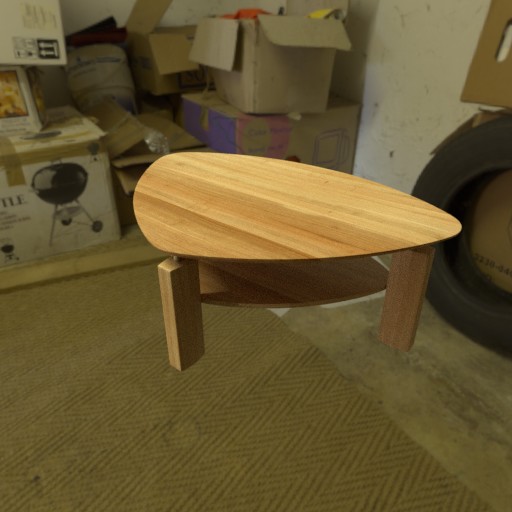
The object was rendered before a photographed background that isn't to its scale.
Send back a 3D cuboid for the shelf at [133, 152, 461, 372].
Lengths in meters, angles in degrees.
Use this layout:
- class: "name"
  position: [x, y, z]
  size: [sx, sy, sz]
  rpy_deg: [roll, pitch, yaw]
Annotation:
- class: "shelf"
  position: [0.000, 0.000, 1.611]
  size: [1.240, 0.439, 0.863]
  rpy_deg: [20, 35, 32]
